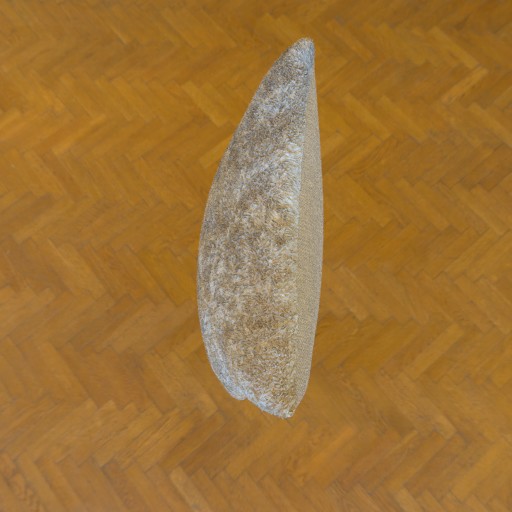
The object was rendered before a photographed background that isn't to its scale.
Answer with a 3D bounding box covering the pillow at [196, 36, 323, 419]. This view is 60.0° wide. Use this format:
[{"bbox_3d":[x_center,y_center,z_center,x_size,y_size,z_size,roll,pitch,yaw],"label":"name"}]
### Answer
[{"bbox_3d":[0.000,0.000,0.805,0.218,0.515,0.529,4,75,1],"label":"pillow"}]
